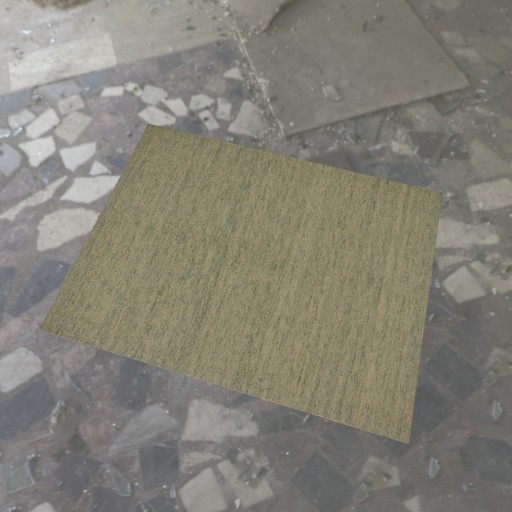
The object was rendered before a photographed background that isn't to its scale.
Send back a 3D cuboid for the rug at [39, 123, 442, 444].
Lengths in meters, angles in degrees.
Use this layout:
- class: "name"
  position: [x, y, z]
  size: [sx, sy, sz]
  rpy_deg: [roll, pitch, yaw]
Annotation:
- class: "rug"
  position: [0.000, 0.000, 4.157]
  size: [3.201, 0.014, 2.437]
  rpy_deg: [15, 65, 7]
